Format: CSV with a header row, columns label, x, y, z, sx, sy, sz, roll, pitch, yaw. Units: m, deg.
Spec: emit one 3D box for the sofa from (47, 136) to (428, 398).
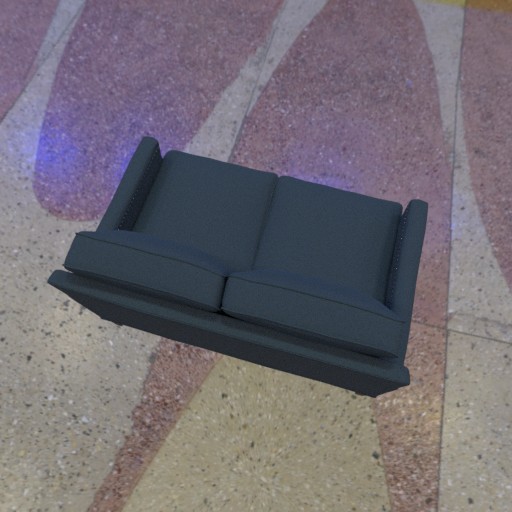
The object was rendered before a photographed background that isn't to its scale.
label,x,y,z,sx,sy,sz,roll,pitch,yaw
sofa,0.000,0.000,2.278,1.597,1.003,1.084,14,64,7
